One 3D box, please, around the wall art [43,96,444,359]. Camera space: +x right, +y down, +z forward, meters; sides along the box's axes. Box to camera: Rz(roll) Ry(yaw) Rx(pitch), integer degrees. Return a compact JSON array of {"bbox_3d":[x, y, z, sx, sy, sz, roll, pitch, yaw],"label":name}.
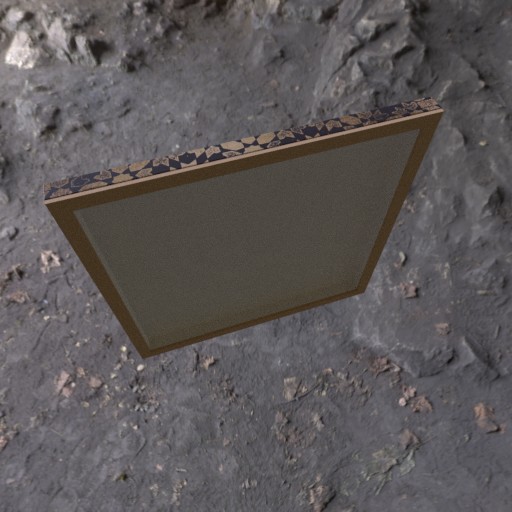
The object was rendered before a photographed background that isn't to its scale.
[{"bbox_3d":[0.000,0.000,0.914,0.612,0.612,0.038,-15,59,-10],"label":"wall art"}]
